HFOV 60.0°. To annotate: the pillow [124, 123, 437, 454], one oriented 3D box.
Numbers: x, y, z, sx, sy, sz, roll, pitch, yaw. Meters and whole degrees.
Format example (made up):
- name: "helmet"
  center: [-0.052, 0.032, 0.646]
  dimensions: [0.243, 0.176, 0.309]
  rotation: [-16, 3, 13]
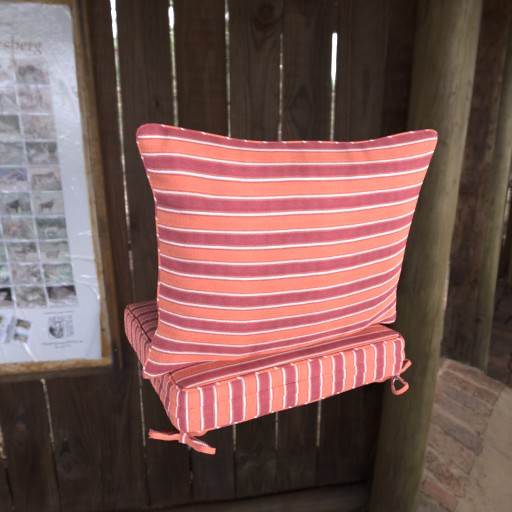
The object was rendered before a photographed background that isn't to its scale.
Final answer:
- name: "pillow"
  center: [0.000, 0.000, 1.328]
  dimensions: [0.799, 0.723, 0.733]
  rotation: [-7, 15, -26]
